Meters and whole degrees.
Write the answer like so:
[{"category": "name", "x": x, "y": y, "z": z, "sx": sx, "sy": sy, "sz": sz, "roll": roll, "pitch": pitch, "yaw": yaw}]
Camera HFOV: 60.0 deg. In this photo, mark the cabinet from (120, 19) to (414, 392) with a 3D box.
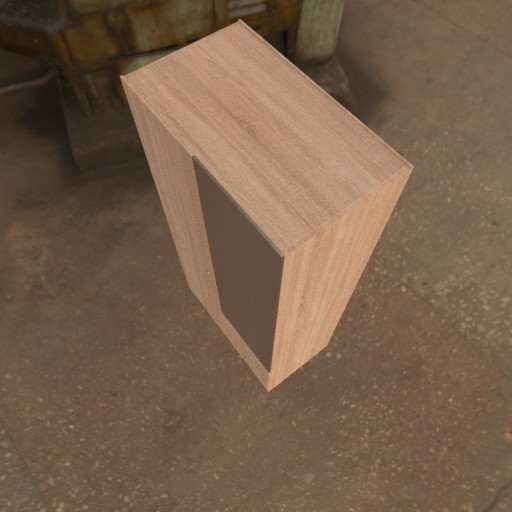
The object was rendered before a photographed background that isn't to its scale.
[{"category": "cabinet", "x": 0.000, "y": 0.000, "z": 2.546, "sx": 0.590, "sy": 2.121, "sz": 1.001, "roll": -34, "pitch": 67, "yaw": -17}]
